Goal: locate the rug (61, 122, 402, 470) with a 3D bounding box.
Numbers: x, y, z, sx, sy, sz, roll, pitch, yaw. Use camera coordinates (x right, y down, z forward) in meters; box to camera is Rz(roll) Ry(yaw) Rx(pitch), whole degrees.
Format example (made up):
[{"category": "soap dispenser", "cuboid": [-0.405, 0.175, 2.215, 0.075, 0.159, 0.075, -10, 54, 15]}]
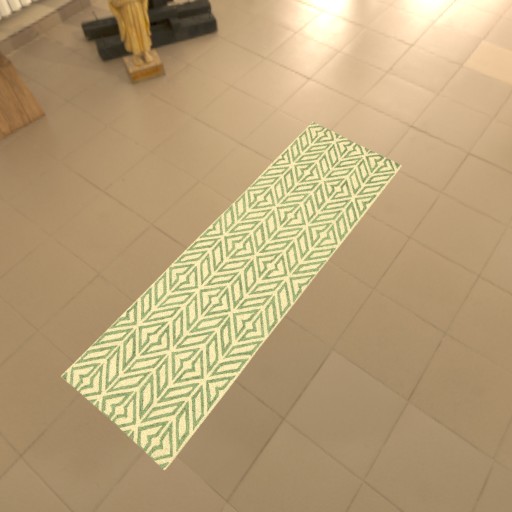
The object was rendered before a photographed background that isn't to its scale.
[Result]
[{"category": "rug", "cuboid": [0.000, 0.000, 2.733, 0.750, 0.009, 2.435, 33, 64, 18]}]
